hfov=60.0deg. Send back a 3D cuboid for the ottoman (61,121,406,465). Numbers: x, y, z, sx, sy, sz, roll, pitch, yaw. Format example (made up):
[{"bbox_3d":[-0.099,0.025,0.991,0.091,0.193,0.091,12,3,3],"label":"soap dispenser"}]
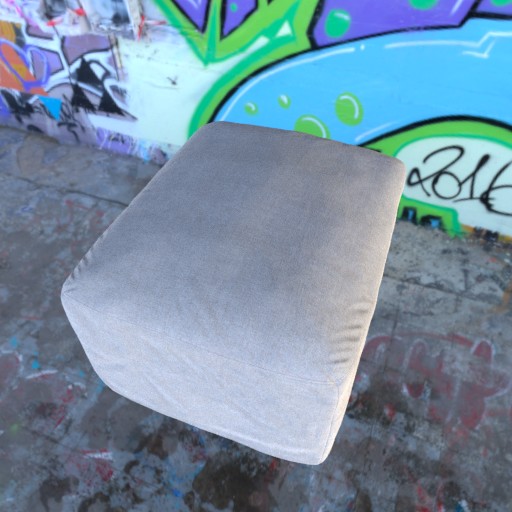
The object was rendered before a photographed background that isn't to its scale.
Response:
[{"bbox_3d":[0.000,0.000,1.247,0.683,0.481,0.837,15,48,14],"label":"ottoman"}]
